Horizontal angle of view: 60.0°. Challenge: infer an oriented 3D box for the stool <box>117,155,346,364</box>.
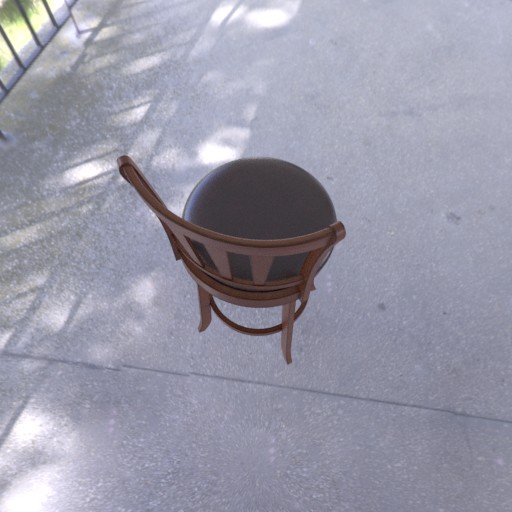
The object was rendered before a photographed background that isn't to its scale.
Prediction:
[{"bbox_3d":[0.000,0.000,1.417,0.464,1.177,0.503,18,66,9],"label":"stool"}]
